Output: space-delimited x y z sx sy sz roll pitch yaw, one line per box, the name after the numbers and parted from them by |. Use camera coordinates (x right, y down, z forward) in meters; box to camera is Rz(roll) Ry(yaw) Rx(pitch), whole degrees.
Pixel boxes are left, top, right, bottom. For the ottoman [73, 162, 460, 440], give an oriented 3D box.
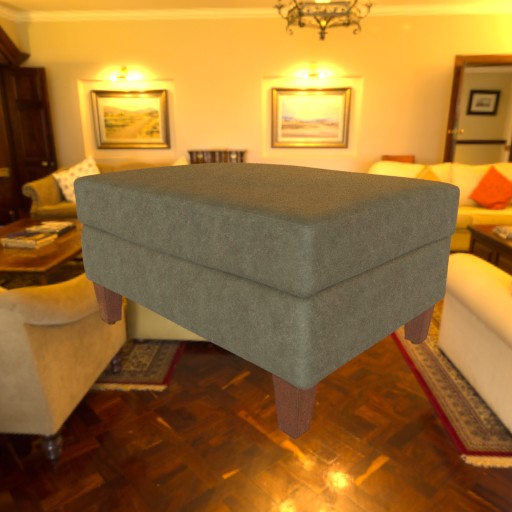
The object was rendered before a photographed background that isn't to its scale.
0.000 0.000 1.224 0.839 0.464 0.639 16 23 42 | ottoman
